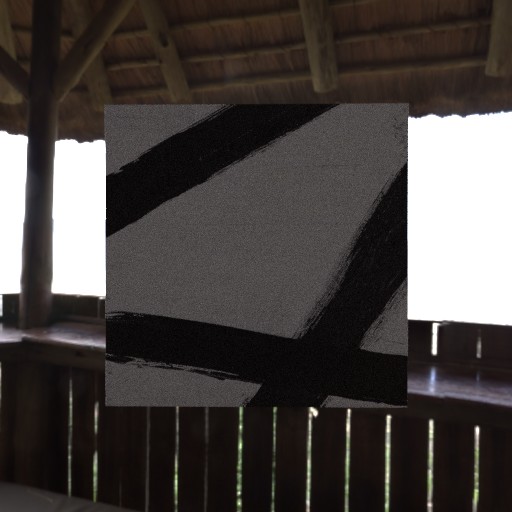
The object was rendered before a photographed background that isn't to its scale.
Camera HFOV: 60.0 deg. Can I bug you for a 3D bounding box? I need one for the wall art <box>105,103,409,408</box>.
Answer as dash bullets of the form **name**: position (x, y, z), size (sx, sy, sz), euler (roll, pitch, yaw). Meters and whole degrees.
- **wall art**: position (0.000, 0.000, 1.141), size (0.765, 0.765, 0.046), euler (0, 1, 1)
